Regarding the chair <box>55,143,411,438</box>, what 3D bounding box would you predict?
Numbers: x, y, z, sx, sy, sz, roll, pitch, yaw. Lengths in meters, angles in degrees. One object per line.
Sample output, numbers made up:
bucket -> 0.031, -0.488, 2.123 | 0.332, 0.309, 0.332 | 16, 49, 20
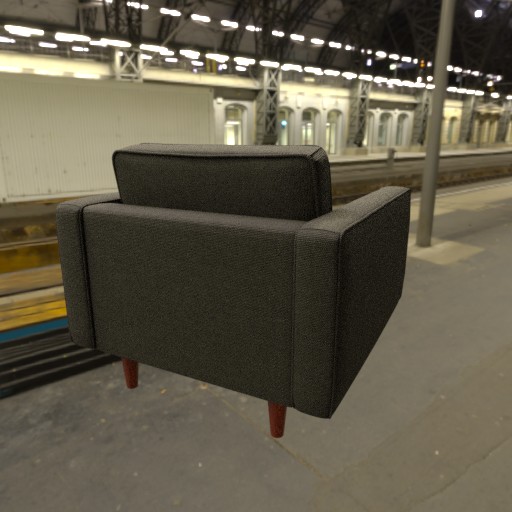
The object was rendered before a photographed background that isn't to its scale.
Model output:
chair -> 0.000, 0.000, 1.549 | 0.899, 0.770, 0.919 | 8, 17, 26
